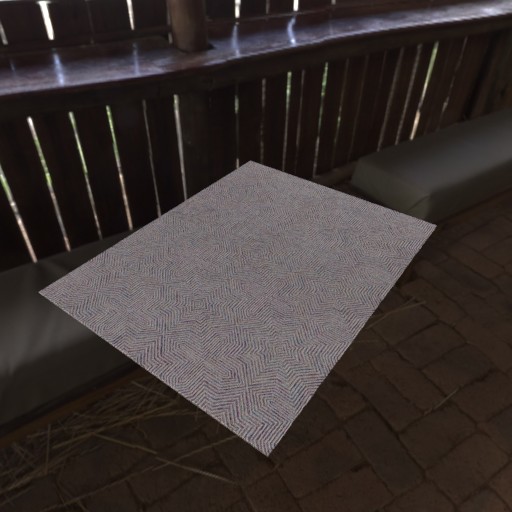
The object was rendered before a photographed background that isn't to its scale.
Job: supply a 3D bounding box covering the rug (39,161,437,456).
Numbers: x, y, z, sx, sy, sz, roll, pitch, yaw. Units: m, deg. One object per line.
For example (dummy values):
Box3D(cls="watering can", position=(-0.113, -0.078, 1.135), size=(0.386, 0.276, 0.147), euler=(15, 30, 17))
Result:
Box3D(cls="rug", position=(0.000, 0.000, 4.231), size=(2.442, 0.008, 3.046), euler=(25, 45, 27))
